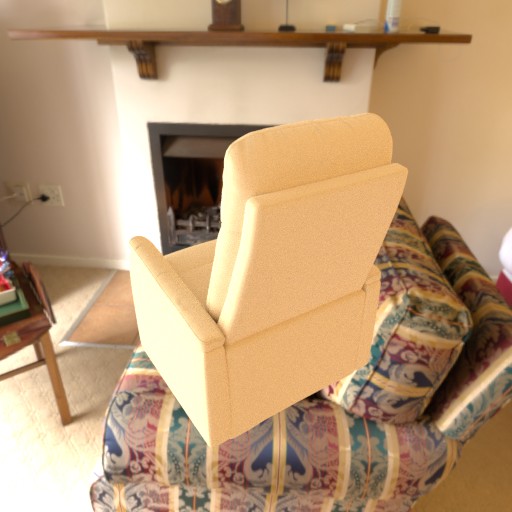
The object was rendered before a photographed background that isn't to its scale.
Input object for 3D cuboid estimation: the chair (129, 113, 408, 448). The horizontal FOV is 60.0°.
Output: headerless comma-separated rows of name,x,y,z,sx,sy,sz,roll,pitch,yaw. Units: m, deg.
chair,0.000,0.000,1.668,0.775,1.082,0.831,-18,33,-29
